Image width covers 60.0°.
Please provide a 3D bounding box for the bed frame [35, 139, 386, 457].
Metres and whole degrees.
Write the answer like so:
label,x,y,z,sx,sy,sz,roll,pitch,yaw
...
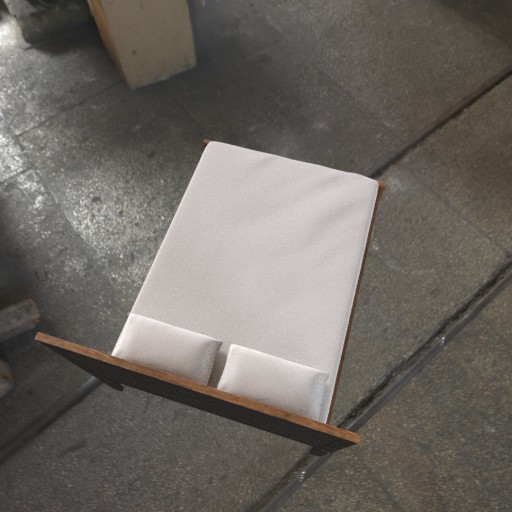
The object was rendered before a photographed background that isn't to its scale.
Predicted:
label,x,y,z,sx,sy,sz,roll,pitch,yaw
bed frame,0.000,0.000,3.295,1.696,1.417,2.276,15,64,8
